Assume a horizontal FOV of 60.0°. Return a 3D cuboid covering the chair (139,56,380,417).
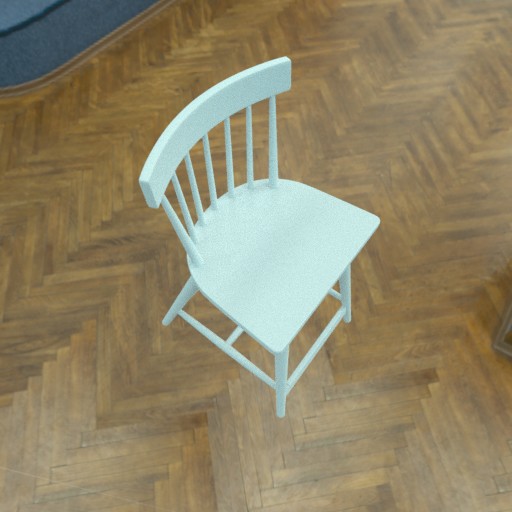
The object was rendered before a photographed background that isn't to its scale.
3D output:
[{"bbox_3d":[0.000,0.000,1.289,0.572,0.952,0.483,33,64,19],"label":"chair"}]
